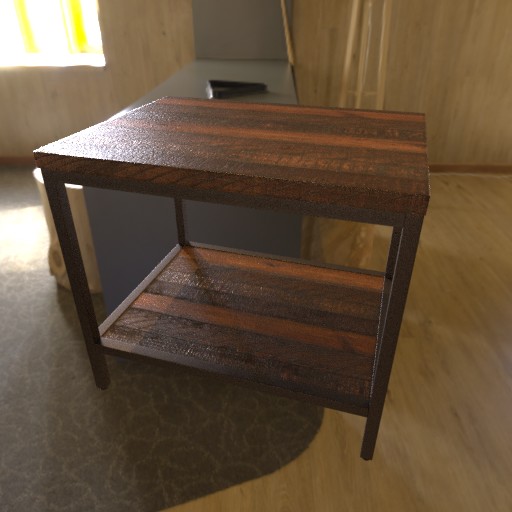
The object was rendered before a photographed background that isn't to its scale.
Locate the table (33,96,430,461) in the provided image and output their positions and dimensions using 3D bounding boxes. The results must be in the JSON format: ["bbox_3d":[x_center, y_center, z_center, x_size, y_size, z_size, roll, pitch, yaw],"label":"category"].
[{"bbox_3d":[0.000,0.000,1.080,0.678,0.612,0.524,9,32,15],"label":"table"}]
